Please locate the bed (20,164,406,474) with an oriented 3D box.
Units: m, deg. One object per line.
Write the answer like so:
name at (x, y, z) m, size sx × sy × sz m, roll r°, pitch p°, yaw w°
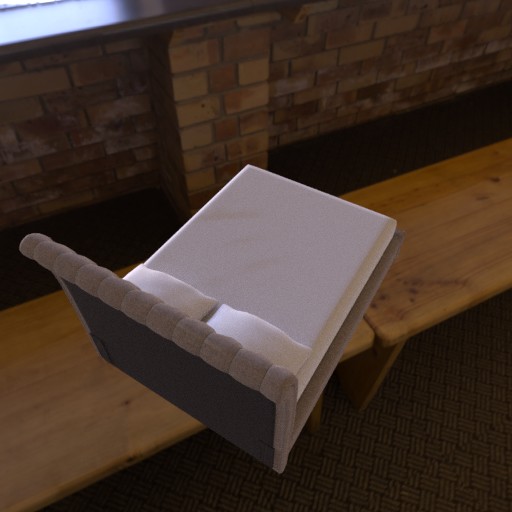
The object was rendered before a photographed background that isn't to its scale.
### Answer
bed at (0.000, 0.000, 3.229) m, size 1.645 × 1.371 × 2.252 m, roll 25°, pitch 53°, yaw 21°
